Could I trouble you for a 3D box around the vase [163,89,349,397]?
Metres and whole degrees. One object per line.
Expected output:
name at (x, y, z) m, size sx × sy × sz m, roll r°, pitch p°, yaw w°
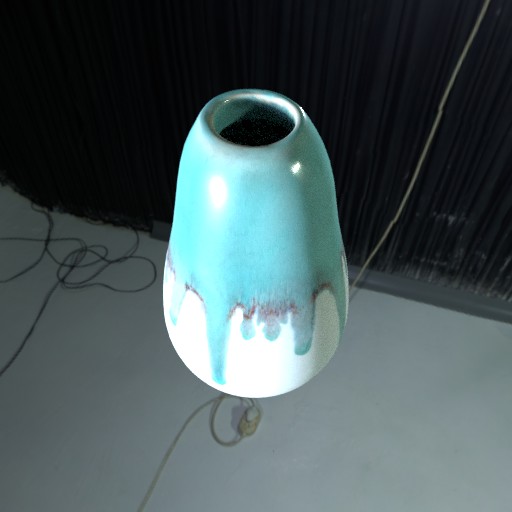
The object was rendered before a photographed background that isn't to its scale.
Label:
vase at (0.000, 0.000, 0.255) m, size 0.116 × 0.179 × 0.116 m, roll 0°, pitch 46°, yaw 0°
